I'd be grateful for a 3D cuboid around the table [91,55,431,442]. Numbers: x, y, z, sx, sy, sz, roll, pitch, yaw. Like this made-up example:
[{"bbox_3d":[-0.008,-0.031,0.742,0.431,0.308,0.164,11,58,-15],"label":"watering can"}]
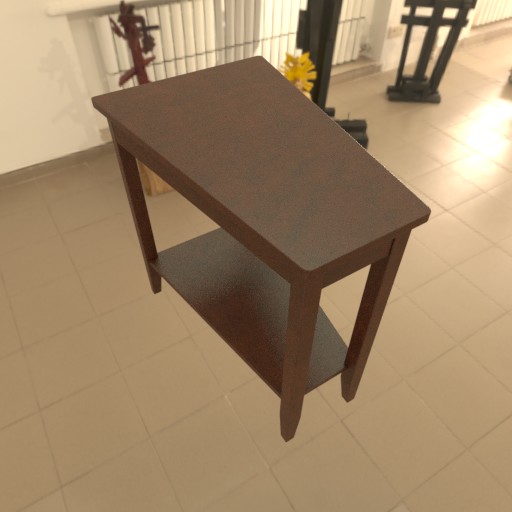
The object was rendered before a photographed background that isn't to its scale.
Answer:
[{"bbox_3d":[0.000,0.000,0.983,0.399,0.589,0.605,-24,50,-22],"label":"table"}]
